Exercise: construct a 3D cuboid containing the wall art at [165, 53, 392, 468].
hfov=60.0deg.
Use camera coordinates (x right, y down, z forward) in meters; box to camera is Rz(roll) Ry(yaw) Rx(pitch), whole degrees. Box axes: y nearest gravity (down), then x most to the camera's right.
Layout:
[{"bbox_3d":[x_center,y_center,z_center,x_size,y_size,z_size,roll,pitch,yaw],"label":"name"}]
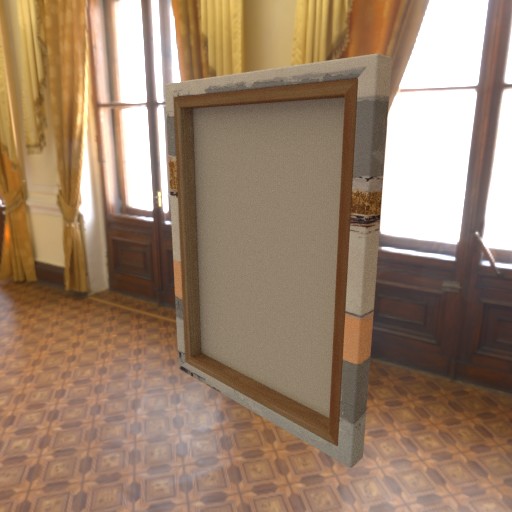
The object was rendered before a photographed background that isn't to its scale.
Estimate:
[{"bbox_3d":[0.000,0.000,0.791,0.456,0.609,0.038,14,20,42],"label":"wall art"}]
